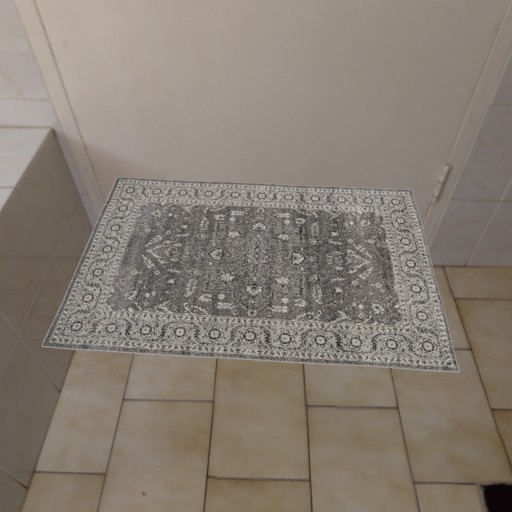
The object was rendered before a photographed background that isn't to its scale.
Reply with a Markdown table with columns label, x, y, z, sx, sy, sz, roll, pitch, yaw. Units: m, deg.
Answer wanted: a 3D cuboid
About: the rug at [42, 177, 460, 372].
| label | x | y | z | sx | sy | sz | roll | pitch | yaw |
| --- | --- | --- | --- | --- | --- | --- | --- | --- | --- |
| rug | 0.000 | 0.000 | 2.323 | 1.828 | 0.019 | 1.209 | 3 | 48 | 2 |
